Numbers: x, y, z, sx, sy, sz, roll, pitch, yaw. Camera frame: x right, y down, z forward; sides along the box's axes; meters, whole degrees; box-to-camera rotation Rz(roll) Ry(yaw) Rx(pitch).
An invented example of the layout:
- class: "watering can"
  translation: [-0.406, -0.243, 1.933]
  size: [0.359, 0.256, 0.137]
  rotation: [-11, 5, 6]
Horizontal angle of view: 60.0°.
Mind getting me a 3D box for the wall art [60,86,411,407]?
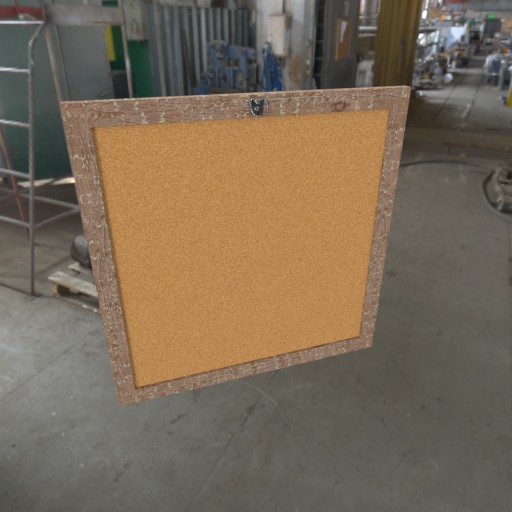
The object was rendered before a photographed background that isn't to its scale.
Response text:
- class: "wall art"
  translation: [0.000, 0.000, 0.550]
  size: [0.380, 0.380, 0.022]
  rotation: [-9, 29, -17]
